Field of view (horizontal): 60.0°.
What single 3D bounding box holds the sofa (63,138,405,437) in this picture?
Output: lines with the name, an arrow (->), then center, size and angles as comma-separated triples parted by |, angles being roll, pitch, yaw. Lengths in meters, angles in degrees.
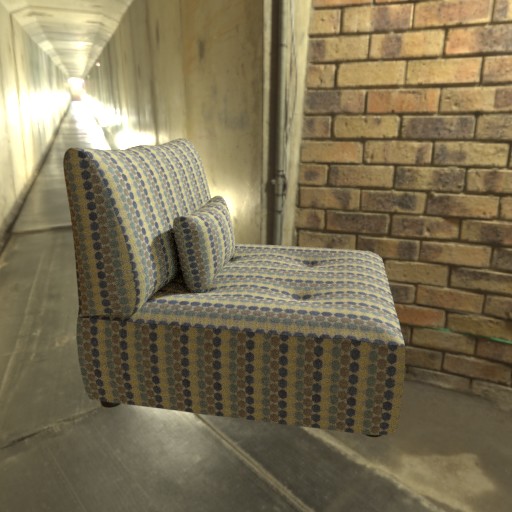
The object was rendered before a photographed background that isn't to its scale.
sofa -> 0.000, 0.000, 1.675 | 1.000, 0.830, 0.930 | 3, 17, 11
